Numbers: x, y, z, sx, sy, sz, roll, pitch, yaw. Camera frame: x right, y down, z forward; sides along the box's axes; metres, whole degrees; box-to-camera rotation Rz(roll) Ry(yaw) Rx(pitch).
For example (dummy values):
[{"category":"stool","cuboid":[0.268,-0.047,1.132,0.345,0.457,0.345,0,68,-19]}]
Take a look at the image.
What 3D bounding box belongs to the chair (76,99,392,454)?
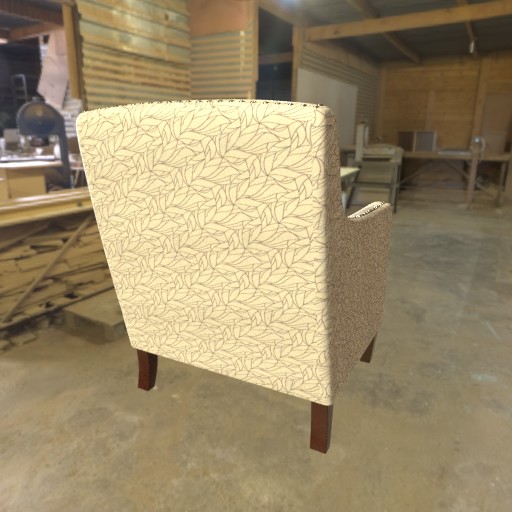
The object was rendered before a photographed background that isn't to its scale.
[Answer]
[{"category":"chair","cuboid":[0.000,0.000,1.270,0.623,0.816,0.651,9,18,27]}]
